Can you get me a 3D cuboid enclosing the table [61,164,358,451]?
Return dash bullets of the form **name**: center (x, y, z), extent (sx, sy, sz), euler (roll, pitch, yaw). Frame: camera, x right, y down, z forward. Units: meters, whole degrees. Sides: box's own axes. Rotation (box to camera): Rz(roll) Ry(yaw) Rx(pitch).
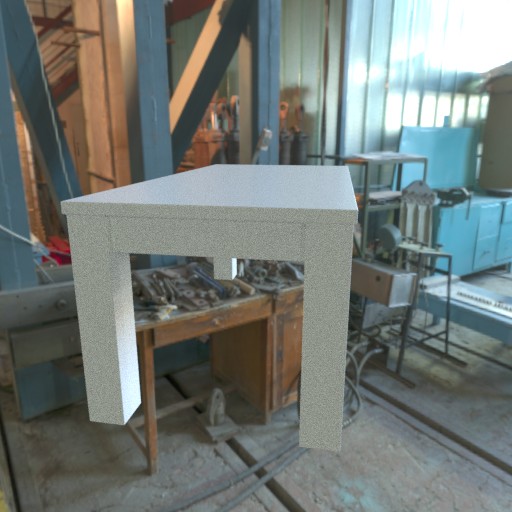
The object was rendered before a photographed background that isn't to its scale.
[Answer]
- **table**: center (0.000, 0.000, 2.249), extent (0.900, 0.790, 1.800), euler (3, 16, 10)
